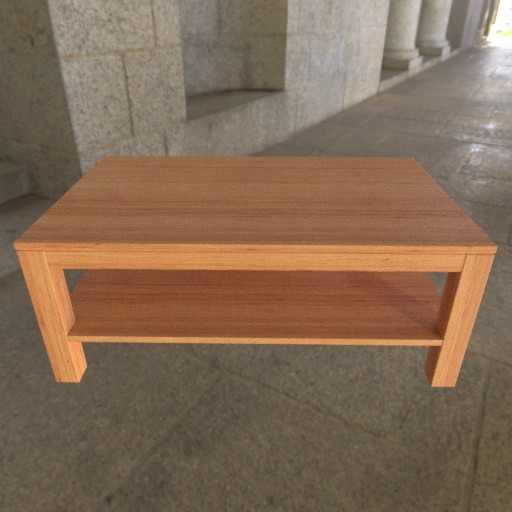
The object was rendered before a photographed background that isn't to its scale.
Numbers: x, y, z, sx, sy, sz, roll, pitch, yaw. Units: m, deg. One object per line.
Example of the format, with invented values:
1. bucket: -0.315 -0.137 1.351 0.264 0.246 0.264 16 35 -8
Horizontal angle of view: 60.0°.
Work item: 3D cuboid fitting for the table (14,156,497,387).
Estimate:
1. table: 0.000 0.000 1.462 1.146 0.457 0.695 0 30 1
